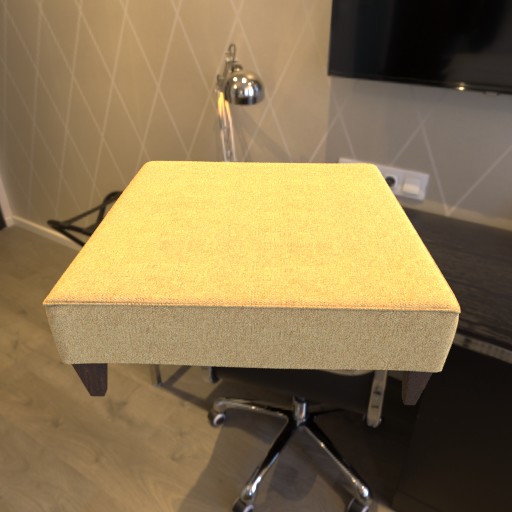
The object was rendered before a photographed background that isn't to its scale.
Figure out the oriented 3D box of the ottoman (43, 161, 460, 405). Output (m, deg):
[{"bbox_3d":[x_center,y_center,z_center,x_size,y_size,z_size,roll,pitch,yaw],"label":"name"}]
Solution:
[{"bbox_3d":[0.000,0.000,1.497,0.970,0.378,0.981,1,31,2],"label":"ottoman"}]
